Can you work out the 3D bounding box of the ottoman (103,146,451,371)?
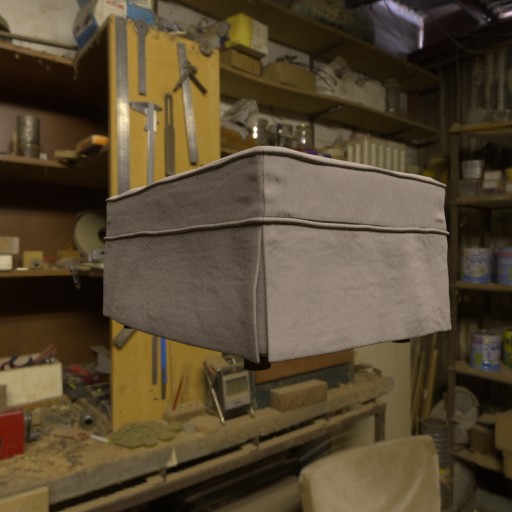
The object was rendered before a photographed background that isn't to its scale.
[{"bbox_3d":[0.000,0.000,1.361,0.703,0.479,0.944,0,0,-37],"label":"ottoman"}]
